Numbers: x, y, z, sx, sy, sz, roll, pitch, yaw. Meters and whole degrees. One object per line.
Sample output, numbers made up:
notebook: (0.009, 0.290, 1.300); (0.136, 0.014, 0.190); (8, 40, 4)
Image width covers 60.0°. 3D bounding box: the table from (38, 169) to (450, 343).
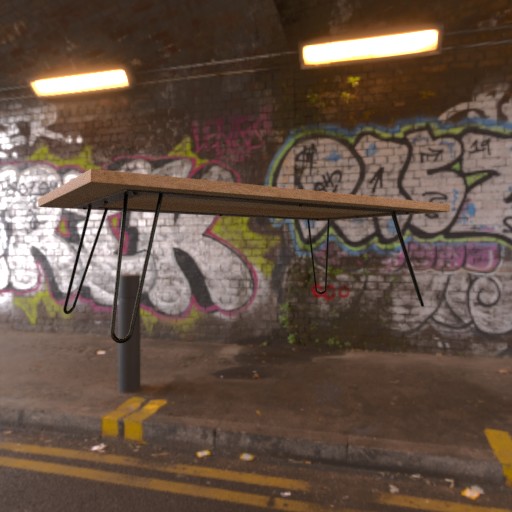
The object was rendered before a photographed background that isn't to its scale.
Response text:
table: (0.000, 0.000, 1.630); (1.348, 0.400, 0.699); (-1, 1, -35)
